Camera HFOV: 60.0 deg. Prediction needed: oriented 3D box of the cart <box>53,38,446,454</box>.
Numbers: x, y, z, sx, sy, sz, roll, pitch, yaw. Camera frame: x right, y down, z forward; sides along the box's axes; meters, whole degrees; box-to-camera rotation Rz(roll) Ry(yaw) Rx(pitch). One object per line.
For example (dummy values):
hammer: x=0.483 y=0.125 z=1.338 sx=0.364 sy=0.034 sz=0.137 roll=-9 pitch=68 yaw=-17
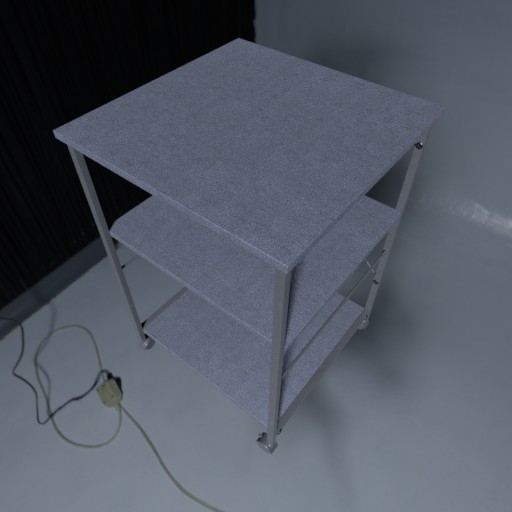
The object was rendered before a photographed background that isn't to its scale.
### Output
cart: x=0.000 y=0.000 z=1.106 sx=0.521 sy=0.762 sz=0.520 roll=31 pitch=55 yaw=25
